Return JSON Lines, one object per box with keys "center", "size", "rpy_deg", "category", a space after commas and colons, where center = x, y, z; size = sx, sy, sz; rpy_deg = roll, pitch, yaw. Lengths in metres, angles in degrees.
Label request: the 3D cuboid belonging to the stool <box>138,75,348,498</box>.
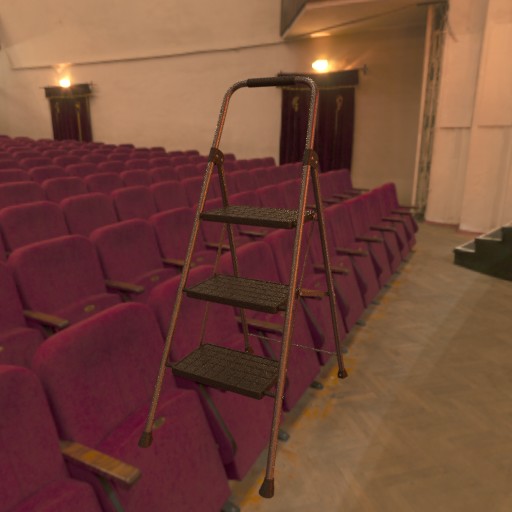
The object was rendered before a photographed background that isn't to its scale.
{"center": [0.000, 0.000, 1.458], "size": [0.473, 1.121, 0.733], "rpy_deg": [8, 17, 27], "category": "stool"}
